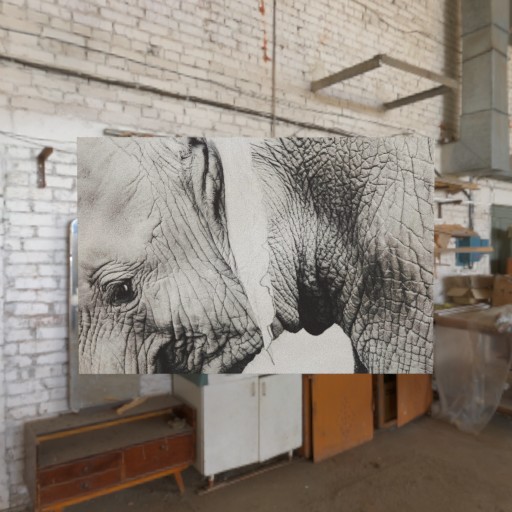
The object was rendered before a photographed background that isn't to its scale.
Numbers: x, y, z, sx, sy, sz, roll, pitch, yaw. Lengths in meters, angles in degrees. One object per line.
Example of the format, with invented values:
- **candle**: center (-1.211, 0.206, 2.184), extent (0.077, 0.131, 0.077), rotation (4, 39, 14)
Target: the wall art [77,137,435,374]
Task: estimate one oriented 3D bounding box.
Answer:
- **wall art**: center (0.000, 0.000, 0.780), extent (0.613, 0.407, 0.035), rotation (0, 1, 0)
